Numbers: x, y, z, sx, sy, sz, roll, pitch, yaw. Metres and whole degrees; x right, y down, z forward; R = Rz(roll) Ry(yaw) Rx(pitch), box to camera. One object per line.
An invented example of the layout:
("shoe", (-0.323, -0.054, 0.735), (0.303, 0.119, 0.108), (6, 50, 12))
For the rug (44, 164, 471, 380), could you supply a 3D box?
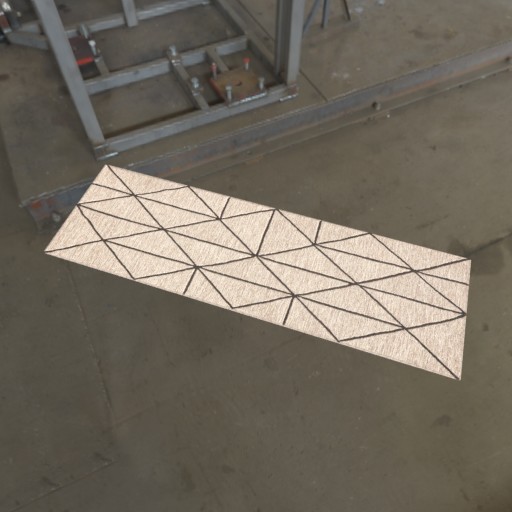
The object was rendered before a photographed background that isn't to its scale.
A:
("rug", (0.000, 0.000, 2.648), (2.438, 0.012, 0.762), (16, 59, 10))
